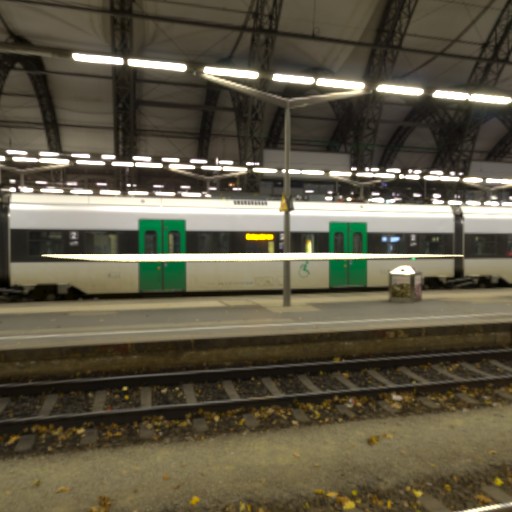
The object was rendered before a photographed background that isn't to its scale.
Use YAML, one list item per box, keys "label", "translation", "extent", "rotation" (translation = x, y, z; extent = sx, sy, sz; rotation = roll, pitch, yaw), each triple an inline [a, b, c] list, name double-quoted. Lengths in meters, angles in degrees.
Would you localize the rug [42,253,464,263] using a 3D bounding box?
- label: "rug"
  translation: [0.000, 0.000, 2.341]
  extent: [1.850, 0.015, 1.250]
  rotation: [-1, 1, -36]
